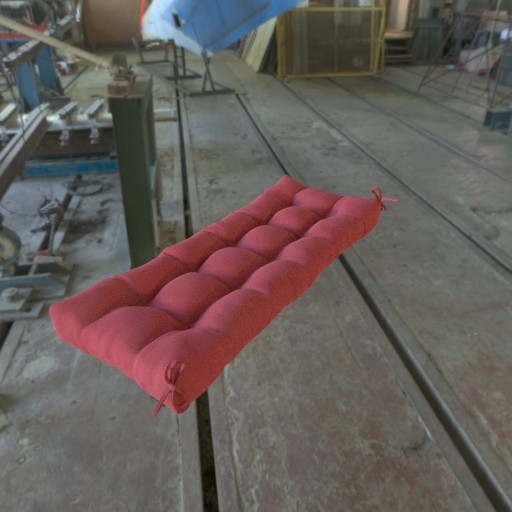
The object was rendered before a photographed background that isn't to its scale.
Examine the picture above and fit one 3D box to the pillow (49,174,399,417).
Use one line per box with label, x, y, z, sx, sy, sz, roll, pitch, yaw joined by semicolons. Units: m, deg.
pillow;0.000;0.000;1.378;0.511;0.174;1.194;20;36;29
